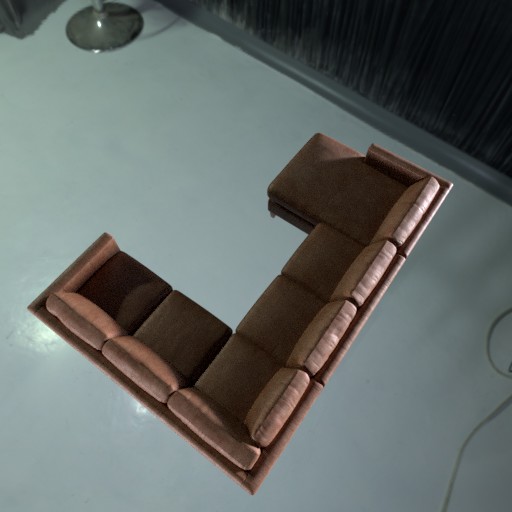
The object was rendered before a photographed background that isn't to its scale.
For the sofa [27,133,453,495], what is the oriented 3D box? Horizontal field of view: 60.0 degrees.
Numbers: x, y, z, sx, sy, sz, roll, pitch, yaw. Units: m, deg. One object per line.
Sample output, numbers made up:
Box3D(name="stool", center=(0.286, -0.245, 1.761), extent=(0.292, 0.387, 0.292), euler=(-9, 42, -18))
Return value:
Box3D(name="sofa", center=(0.000, 0.000, 4.378), extent=(2.430, 0.832, 3.401), euler=(33, 67, 16))
